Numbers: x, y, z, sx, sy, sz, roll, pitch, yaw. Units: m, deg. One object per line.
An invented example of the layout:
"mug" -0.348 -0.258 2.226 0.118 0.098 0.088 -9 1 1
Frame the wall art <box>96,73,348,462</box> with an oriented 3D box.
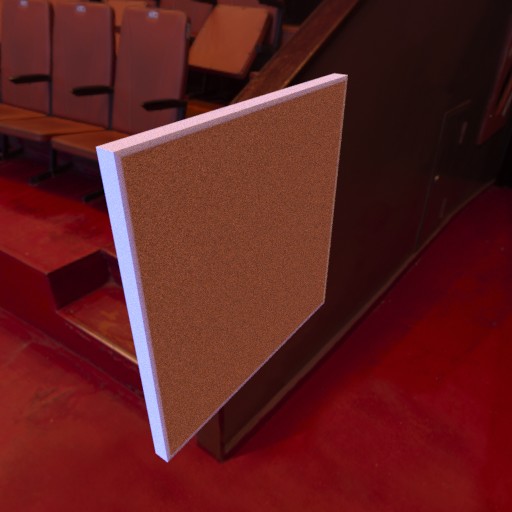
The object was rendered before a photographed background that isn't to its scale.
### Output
"wall art" 0.000 0.000 1.131 0.041 0.765 0.768 21 38 30
